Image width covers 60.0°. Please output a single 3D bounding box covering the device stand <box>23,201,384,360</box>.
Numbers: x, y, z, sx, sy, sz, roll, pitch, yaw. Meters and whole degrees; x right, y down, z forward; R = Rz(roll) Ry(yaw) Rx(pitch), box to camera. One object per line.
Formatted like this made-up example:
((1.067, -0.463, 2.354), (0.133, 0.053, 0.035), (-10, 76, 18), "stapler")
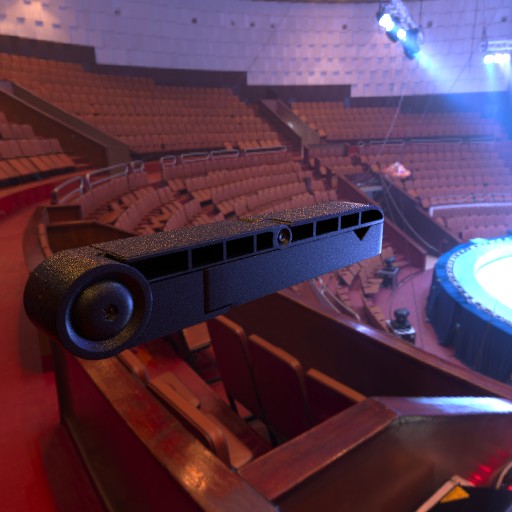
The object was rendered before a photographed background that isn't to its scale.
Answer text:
((0.000, 0.000, 0.189), (0.026, 0.030, 0.179), (14, 21, 42), "device stand")
